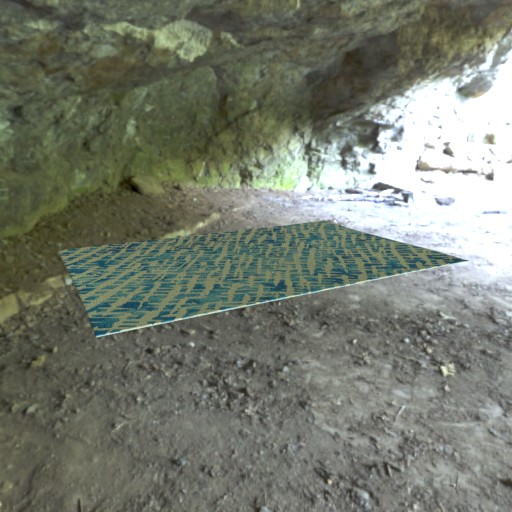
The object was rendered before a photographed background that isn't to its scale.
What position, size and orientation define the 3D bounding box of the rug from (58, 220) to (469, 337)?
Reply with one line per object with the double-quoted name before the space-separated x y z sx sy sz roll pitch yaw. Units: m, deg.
"rug" 0.000 0.000 2.357 1.830 0.011 1.209 -8 18 -27
